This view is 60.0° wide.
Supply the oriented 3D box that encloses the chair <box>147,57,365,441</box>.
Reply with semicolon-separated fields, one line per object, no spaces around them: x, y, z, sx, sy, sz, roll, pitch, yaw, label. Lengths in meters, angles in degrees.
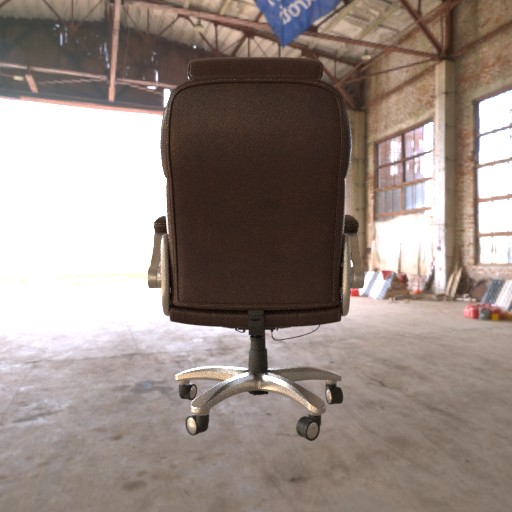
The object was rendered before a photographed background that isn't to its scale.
0.000;0.000;1.622;0.733;1.160;0.774;0;0;0;chair
